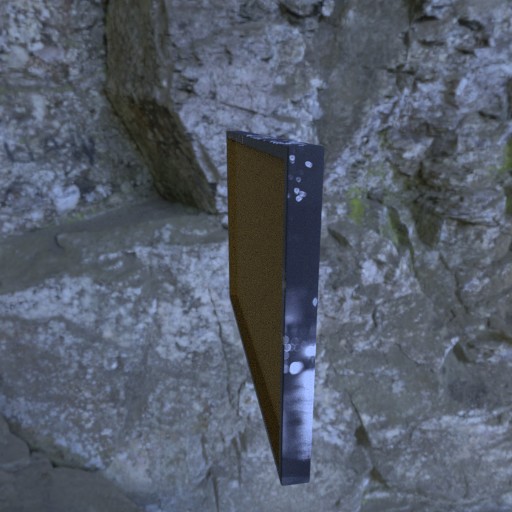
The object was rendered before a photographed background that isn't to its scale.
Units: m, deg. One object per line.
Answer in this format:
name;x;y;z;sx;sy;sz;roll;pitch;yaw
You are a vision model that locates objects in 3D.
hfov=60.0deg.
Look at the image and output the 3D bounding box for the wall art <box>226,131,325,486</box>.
wall art;0.000;0.000;0.774;0.037;0.406;0.609;-3;17;-9
